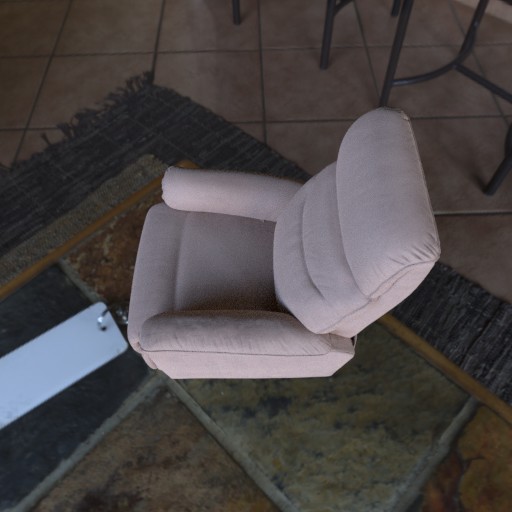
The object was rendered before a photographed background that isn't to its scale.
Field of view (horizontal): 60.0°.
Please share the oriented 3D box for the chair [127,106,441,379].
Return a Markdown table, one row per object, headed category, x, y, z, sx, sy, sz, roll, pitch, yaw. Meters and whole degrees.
| category | x | y | z | sx | sy | sz | roll | pitch | yaw |
| --- | --- | --- | --- | --- | --- | --- | --- | --- | --- |
| chair | 0.000 | 0.000 | 1.729 | 1.004 | 1.037 | 0.820 | 0 | 59 | 0 |
